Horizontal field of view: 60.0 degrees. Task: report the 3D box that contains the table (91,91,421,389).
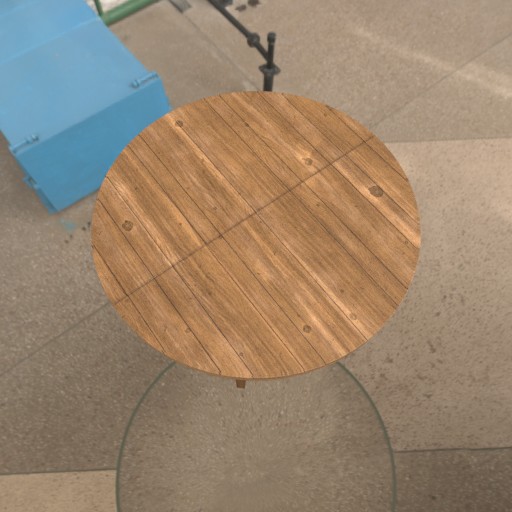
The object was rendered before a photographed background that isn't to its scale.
[{"bbox_3d":[0.000,0.000,1.997,1.213,0.764,1.213,0,65,0],"label":"table"}]
